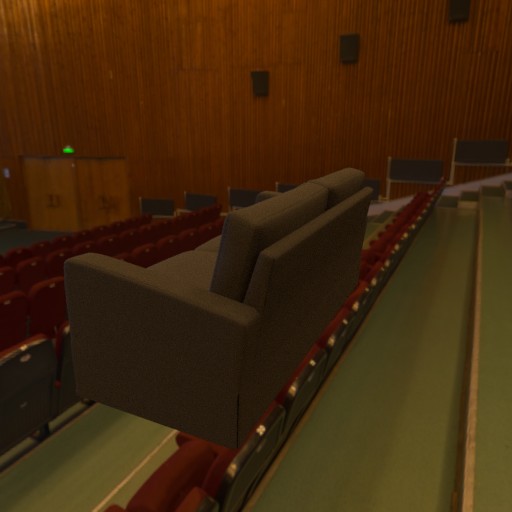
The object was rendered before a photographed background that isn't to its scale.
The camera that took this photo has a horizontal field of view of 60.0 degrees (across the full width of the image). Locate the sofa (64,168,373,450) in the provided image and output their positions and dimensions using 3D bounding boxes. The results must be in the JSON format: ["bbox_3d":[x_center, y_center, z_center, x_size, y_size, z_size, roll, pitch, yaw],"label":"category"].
[{"bbox_3d":[0.000,0.000,2.395,0.898,0.839,1.852,8,19,24],"label":"sofa"}]
